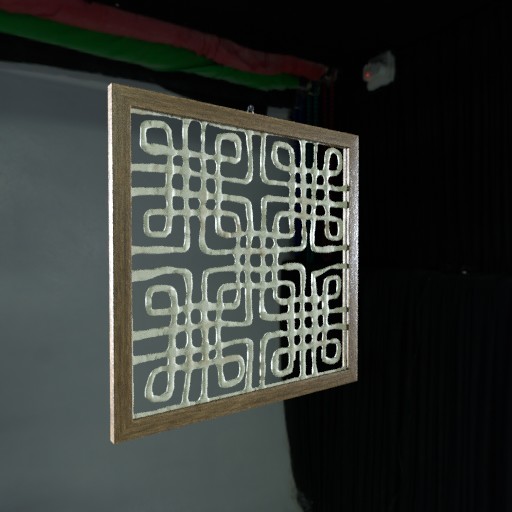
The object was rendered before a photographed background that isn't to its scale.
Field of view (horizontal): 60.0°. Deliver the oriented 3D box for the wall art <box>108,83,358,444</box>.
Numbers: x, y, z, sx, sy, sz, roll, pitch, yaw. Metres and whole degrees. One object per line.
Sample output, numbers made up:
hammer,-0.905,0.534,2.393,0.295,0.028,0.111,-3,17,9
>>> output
wall art,0.000,0.000,0.857,0.561,0.582,0.021,-1,2,-36
